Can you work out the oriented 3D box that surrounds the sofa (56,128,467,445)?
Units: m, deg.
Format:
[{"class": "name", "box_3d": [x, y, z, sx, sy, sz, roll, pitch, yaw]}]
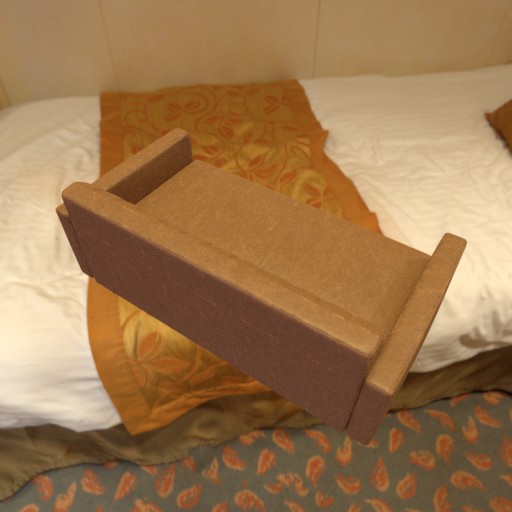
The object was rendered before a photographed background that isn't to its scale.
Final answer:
[{"class": "sofa", "box_3d": [0.000, 0.000, 2.360, 1.847, 0.821, 0.993, 26, 52, 23]}]
